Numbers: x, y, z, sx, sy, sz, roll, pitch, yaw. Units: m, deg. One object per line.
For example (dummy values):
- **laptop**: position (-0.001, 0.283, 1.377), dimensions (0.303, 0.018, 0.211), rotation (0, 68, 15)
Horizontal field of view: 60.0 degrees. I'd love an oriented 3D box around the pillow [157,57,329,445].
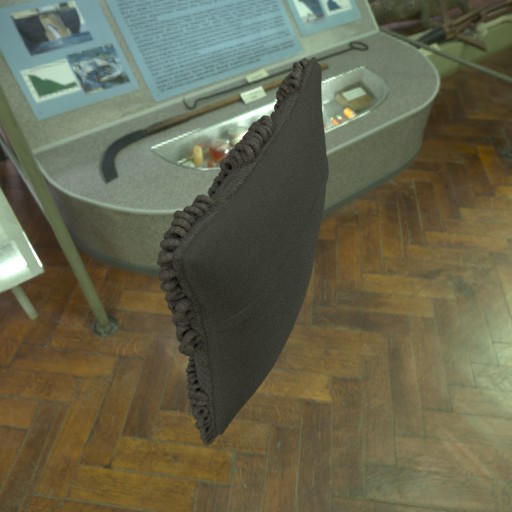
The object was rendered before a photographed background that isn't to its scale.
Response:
- **pillow**: position (0.000, 0.000, 0.713), dimensions (0.172, 0.467, 0.470), rotation (16, 49, 15)
